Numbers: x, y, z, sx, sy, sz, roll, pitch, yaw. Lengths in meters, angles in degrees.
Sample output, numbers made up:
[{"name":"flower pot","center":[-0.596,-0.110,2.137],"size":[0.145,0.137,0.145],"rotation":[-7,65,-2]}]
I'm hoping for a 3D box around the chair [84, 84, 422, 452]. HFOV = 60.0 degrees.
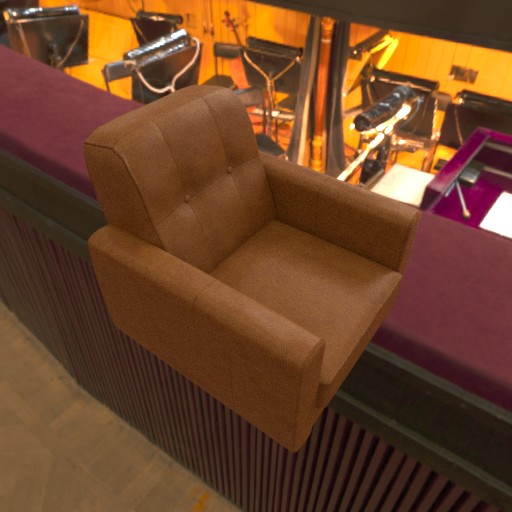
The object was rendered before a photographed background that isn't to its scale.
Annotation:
[{"name":"chair","center":[0.000,0.000,1.637],"size":[0.942,0.968,0.845],"rotation":[26,48,26]}]
